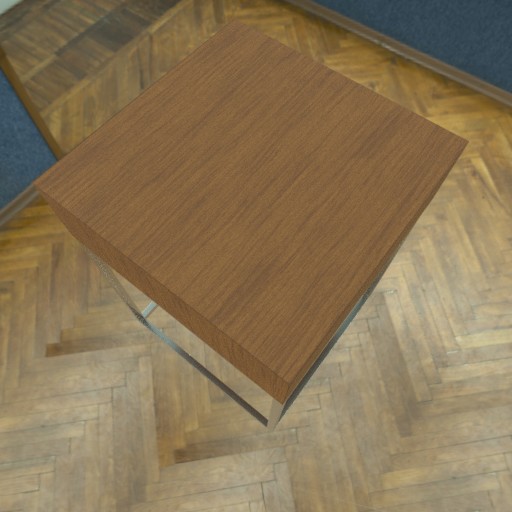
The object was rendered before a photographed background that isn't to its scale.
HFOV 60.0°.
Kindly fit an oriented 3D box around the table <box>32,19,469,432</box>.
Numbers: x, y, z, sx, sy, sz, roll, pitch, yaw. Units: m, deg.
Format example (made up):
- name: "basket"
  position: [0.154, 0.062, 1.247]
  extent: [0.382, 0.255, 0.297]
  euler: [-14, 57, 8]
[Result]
- name: "table"
  position: [0.000, 0.000, 0.807]
  extent: [0.398, 0.540, 0.397]
  euler: [35, 69, 16]
